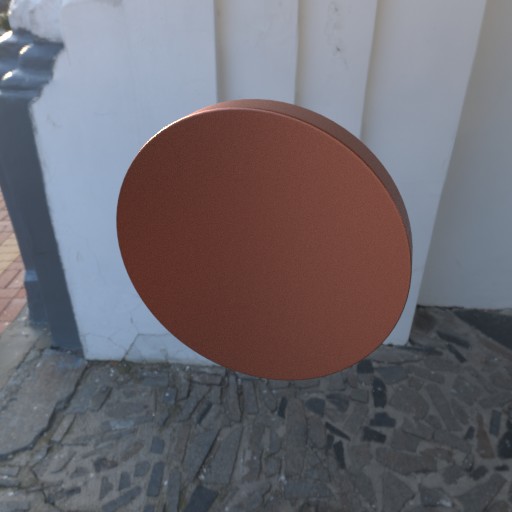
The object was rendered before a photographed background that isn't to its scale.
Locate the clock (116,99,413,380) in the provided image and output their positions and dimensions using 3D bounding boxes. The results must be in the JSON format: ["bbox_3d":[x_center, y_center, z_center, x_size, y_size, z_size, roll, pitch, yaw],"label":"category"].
[{"bbox_3d":[0.000,0.000,0.471,0.313,0.313,0.040,9,31,16],"label":"clock"}]
